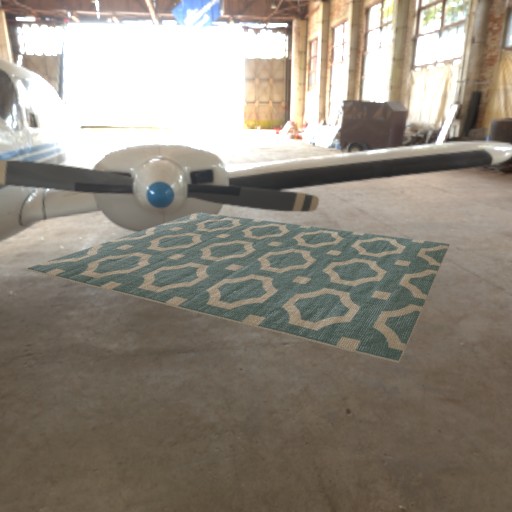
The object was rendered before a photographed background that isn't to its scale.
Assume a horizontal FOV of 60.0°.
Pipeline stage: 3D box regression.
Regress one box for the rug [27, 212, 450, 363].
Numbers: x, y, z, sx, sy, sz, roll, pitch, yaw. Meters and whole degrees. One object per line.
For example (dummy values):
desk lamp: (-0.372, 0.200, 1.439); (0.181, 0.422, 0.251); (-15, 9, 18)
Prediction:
rug: (0.000, 0.000, 4.056); (3.049, 0.021, 2.466); (10, 20, 27)
